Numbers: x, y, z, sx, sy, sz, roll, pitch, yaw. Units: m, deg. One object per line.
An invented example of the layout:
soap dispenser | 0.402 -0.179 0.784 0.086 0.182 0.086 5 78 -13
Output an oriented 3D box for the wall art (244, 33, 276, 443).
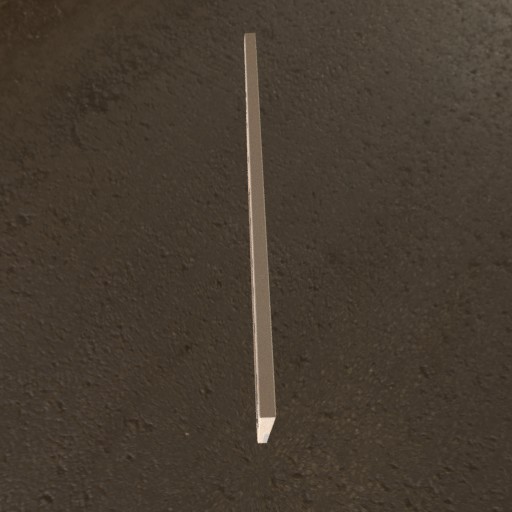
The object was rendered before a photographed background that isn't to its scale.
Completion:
wall art | 0.000 0.000 1.629 0.042 0.912 1.219 -2 64 -1
